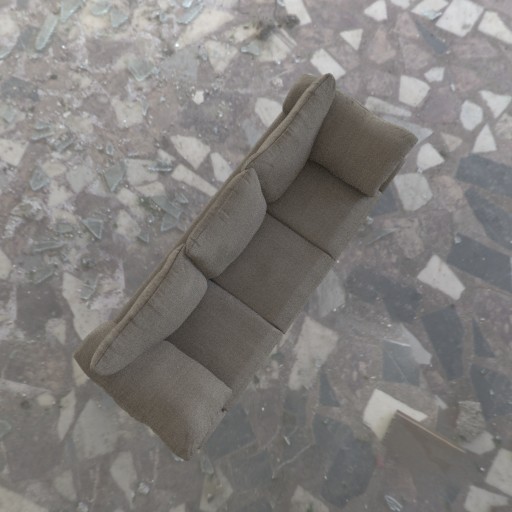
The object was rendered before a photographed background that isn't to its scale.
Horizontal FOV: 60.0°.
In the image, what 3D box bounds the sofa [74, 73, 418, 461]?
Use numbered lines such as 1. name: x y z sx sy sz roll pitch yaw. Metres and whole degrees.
1. sofa: 0.000 0.000 2.850 0.878 0.996 2.334 35 78 9
